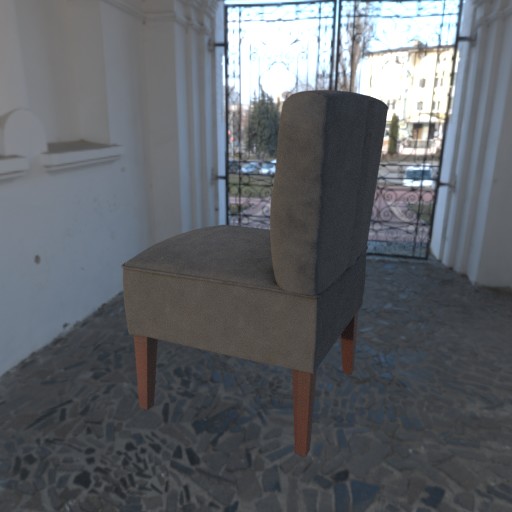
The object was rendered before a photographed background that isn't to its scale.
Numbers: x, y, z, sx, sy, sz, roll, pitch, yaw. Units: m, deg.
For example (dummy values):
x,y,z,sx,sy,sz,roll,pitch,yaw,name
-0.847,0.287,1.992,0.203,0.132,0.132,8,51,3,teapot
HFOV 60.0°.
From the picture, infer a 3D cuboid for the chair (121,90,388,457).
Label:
x,y,z,sx,sy,sz,roll,pitch,yaw,name
0.000,0.000,1.185,0.554,0.806,0.521,8,19,26,chair
